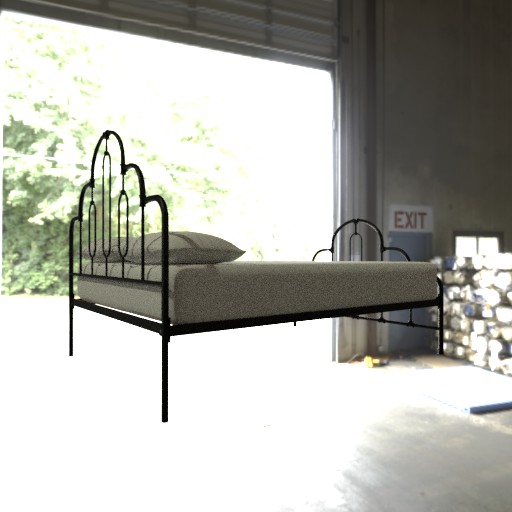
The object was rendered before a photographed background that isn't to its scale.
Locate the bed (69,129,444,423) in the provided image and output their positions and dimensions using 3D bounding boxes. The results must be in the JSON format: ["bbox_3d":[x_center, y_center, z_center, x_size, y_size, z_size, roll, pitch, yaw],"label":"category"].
[{"bbox_3d":[0.000,0.000,3.195,2.181,1.444,1.626,0,0,-36],"label":"bed"}]
